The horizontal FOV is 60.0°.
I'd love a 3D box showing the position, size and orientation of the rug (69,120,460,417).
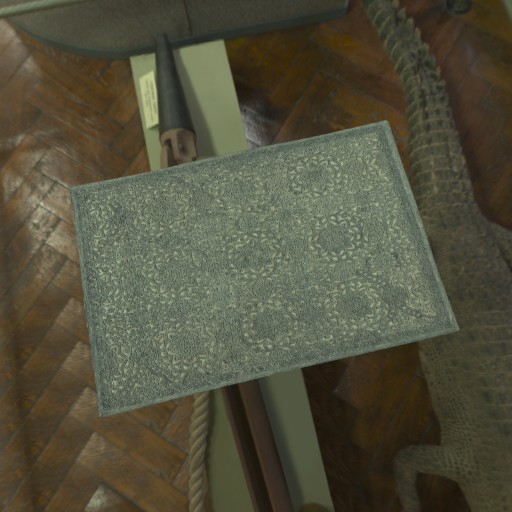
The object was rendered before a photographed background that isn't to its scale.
[{"bbox_3d":[0.000,0.000,2.329,1.830,0.016,1.224,-13,76,-3],"label":"rug"}]
